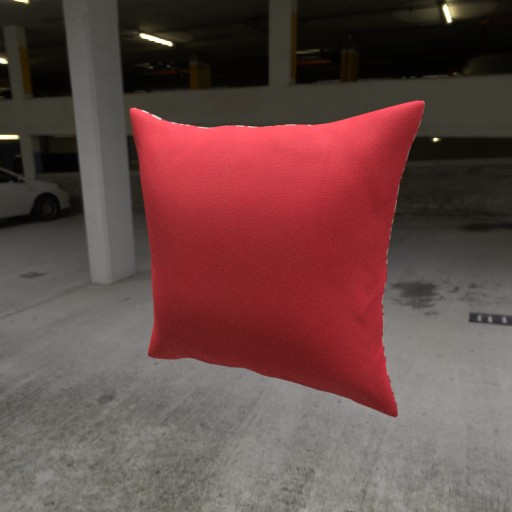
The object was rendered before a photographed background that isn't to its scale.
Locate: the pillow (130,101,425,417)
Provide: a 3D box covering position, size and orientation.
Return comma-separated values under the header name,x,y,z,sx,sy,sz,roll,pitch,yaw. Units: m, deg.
name,x,y,z,sx,sy,sz,roll,pitch,yaw
pillow,0.000,0.000,0.780,0.522,0.507,0.192,7,17,25
